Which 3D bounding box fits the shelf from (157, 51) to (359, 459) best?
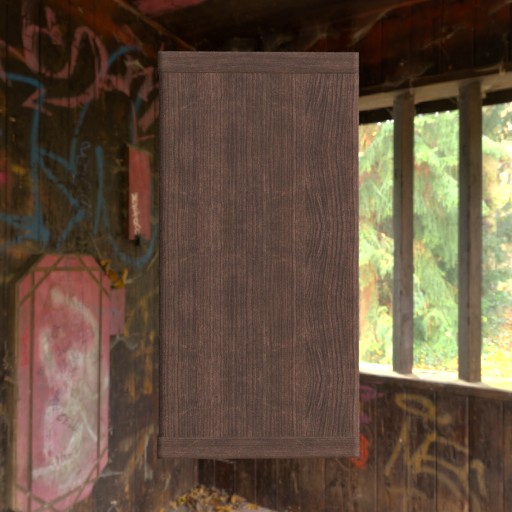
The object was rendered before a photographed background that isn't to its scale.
[{"bbox_3d":[0.000,0.000,1.252,0.390,0.786,0.790,0,0,-1],"label":"shelf"}]
